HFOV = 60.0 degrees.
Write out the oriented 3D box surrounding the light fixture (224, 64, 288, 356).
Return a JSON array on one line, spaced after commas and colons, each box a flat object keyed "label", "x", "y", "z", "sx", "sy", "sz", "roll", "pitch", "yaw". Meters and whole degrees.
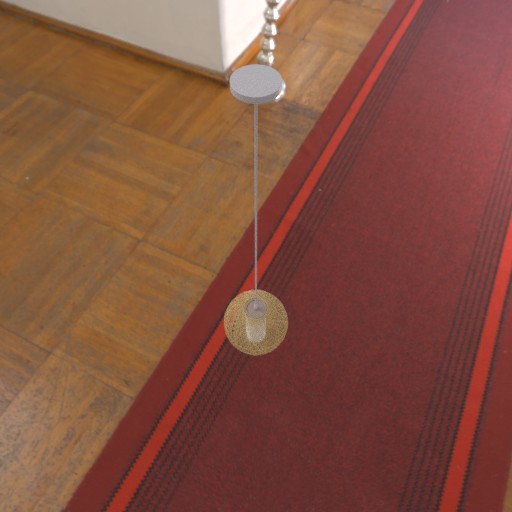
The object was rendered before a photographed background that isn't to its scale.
[{"label": "light fixture", "x": 0.000, "y": 0.000, "z": 2.158, "sx": 0.407, "sy": 1.955, "sz": 0.406, "roll": -15, "pitch": 59, "yaw": -10}]
